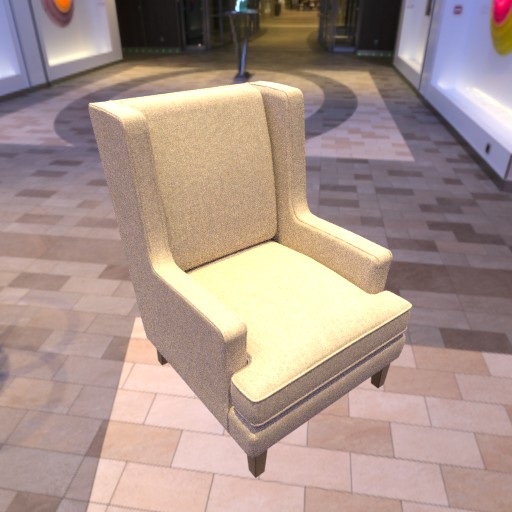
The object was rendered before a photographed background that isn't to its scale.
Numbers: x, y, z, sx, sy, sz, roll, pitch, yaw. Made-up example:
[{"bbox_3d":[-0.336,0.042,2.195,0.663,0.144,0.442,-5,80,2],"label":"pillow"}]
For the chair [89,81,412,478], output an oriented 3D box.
[{"bbox_3d":[0.000,0.000,1.683,0.764,1.082,0.948,-22,37,-32],"label":"chair"}]
